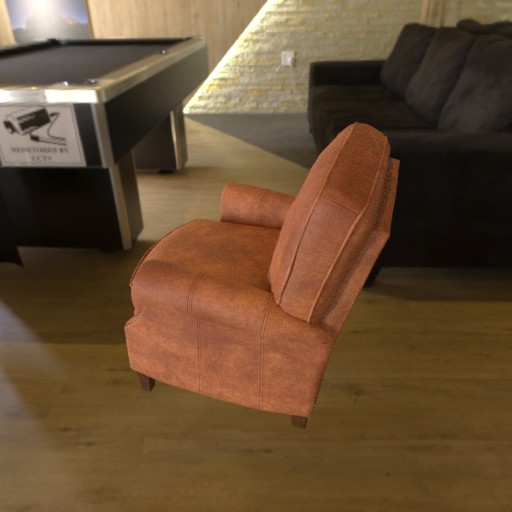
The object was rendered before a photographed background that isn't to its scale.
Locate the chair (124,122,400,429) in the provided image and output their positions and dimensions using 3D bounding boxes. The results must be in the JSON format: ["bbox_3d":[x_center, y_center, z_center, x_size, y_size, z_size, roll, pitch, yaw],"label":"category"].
[{"bbox_3d":[0.000,0.000,1.784,0.986,1.018,0.936,9,31,15],"label":"chair"}]
